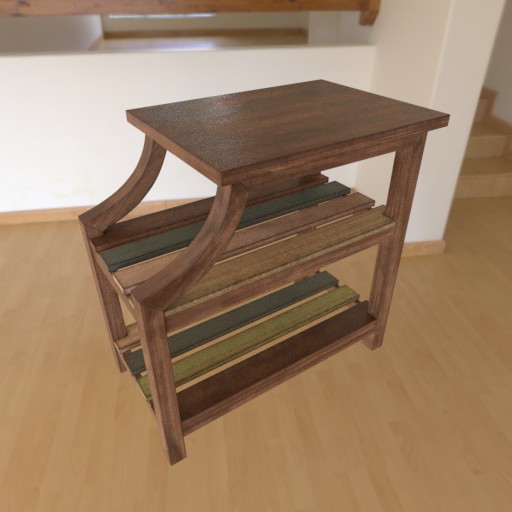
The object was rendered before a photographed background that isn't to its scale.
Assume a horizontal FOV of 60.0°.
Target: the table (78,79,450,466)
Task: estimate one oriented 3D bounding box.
[{"bbox_3d":[0.000,0.000,0.943,0.609,0.584,0.356,-20,38,-28],"label":"table"}]
